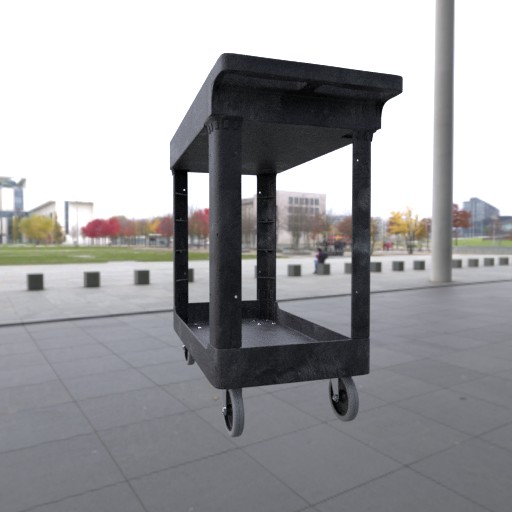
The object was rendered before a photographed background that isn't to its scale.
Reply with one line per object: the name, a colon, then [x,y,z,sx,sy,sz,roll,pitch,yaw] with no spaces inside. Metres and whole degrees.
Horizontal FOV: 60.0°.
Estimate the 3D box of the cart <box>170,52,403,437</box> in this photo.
cart: [0.000,0.000,1.344,0.420,0.824,0.877,-1,2,-18]
